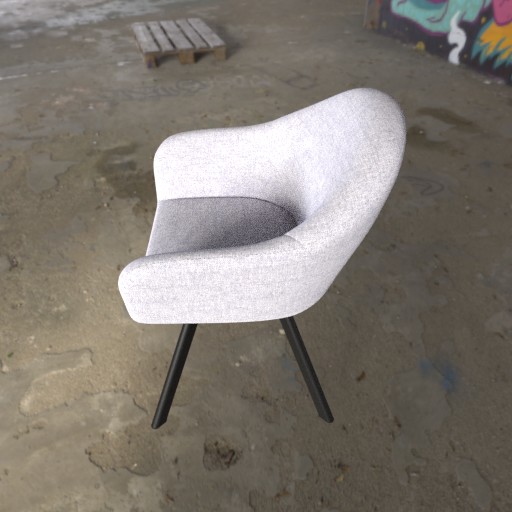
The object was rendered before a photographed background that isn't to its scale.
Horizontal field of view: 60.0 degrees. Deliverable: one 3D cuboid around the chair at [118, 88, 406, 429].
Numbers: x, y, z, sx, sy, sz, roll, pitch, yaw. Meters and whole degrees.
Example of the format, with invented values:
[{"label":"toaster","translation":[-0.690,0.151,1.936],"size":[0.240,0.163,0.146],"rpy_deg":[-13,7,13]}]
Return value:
[{"label":"chair","translation":[0.000,0.000,1.099],"size":[0.570,0.780,0.540],"rpy_deg":[-1,40,-2]}]
